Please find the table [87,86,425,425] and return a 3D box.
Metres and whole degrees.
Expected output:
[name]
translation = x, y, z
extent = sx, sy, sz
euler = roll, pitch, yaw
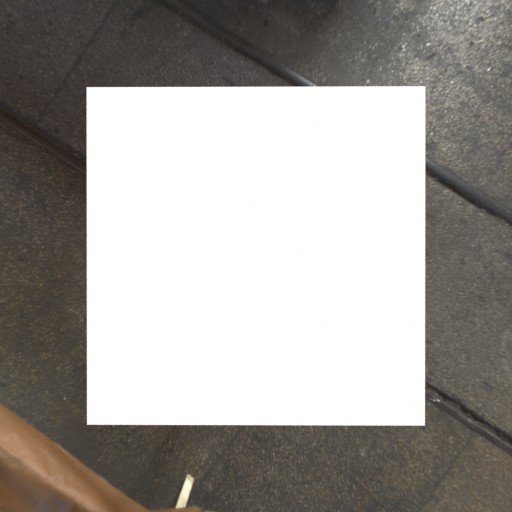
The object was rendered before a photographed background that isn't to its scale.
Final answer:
[table]
translation = 0.000, 0.000, 1.061
extent = 0.700, 0.289, 0.700
euler = 0, 90, 0
